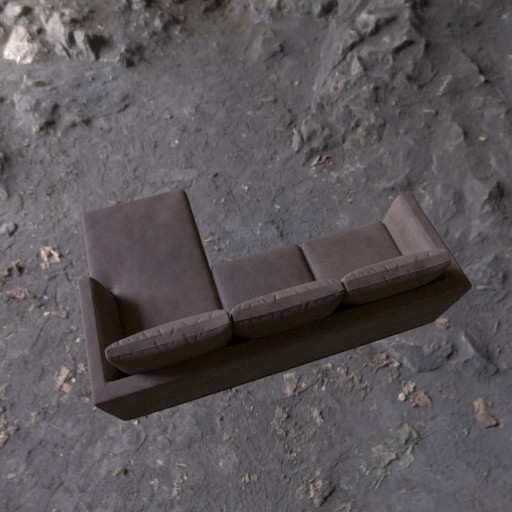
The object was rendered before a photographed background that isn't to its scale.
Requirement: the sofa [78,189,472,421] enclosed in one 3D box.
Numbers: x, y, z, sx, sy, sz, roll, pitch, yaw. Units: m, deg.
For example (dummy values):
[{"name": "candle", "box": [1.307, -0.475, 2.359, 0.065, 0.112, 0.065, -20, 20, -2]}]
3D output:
[{"name": "sofa", "box": [0.000, 0.000, 3.284, 2.438, 0.987, 1.622, -15, 59, -9]}]
